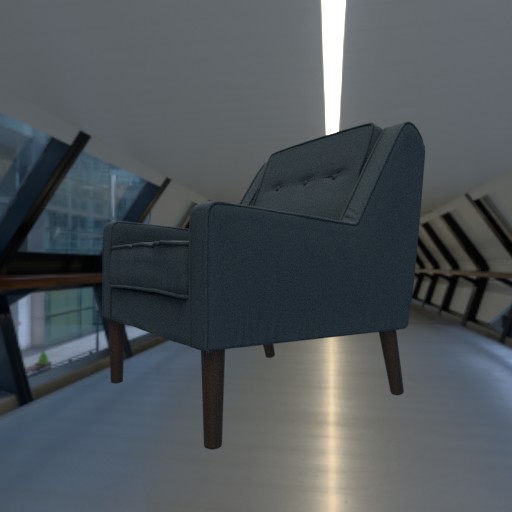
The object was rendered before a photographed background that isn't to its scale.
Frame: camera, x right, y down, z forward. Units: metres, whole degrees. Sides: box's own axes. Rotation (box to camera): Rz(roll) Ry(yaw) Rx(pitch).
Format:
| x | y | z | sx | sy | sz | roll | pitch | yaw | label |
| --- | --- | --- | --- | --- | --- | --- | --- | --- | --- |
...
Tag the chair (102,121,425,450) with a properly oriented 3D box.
| x | y | z | sx | sy | sz | roll | pitch | yaw | label |
| --- | --- | --- | --- | --- | --- | --- | --- | --- | --- |
| 0.000 | 0.000 | 1.318 | 0.733 | 0.780 | 0.663 | 0 | -1 | -36 | chair |
